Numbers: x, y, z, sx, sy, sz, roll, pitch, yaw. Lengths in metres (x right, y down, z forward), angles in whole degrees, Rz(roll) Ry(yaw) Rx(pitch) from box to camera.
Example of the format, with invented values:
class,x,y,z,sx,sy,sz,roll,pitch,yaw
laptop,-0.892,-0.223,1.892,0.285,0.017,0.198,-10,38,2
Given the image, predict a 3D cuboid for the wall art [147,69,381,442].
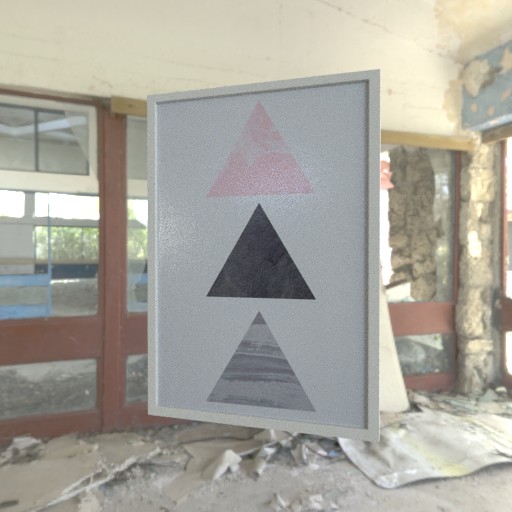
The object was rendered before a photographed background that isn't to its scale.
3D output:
class,x,y,z,sx,sy,sz,roll,pitch,yaw
wall art,0.000,0.000,0.563,0.303,0.433,0.013,0,1,17
